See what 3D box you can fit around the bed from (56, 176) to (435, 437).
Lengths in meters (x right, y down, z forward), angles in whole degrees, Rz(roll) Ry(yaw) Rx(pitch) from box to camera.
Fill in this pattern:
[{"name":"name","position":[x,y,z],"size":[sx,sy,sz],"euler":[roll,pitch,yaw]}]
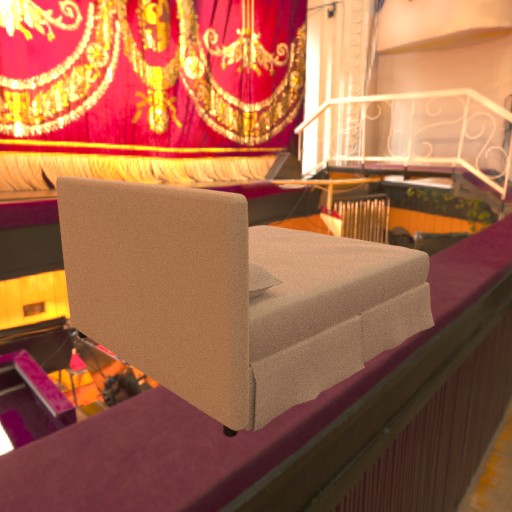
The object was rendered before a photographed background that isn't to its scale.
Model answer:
[{"name":"bed","position":[0.000,0.000,3.629],"size":[2.119,1.317,2.341],"euler":[13,19,43]}]
